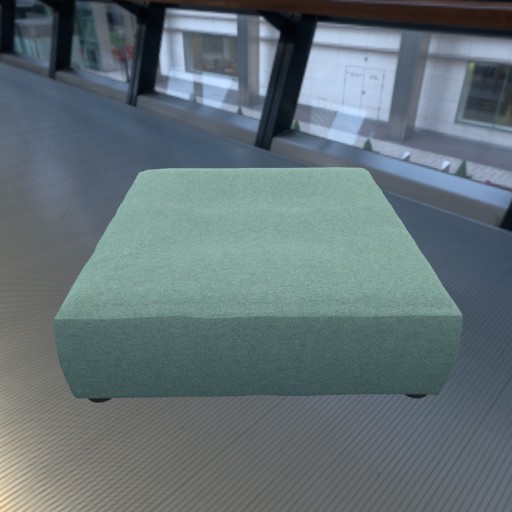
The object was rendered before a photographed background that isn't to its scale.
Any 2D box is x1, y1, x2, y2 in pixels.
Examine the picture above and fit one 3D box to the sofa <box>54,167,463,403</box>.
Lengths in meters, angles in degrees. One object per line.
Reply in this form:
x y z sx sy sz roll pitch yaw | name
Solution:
0.000 0.000 1.433 0.930 0.330 0.930 0 31 -1 | sofa
